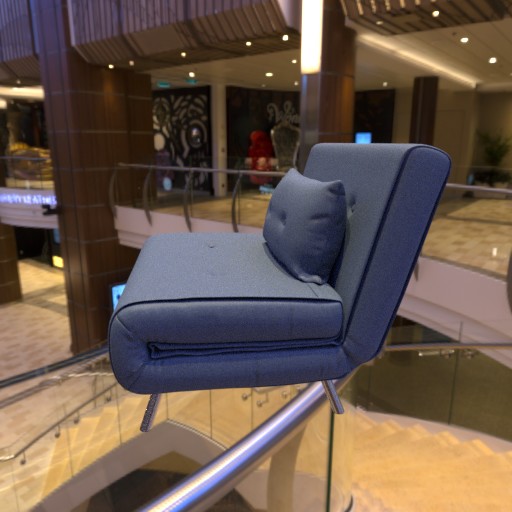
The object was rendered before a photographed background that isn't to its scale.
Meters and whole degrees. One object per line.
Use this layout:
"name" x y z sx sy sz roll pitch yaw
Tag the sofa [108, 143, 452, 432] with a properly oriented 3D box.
"sofa" 0.000 0.000 1.746 0.996 0.860 0.999 -2 15 -8
